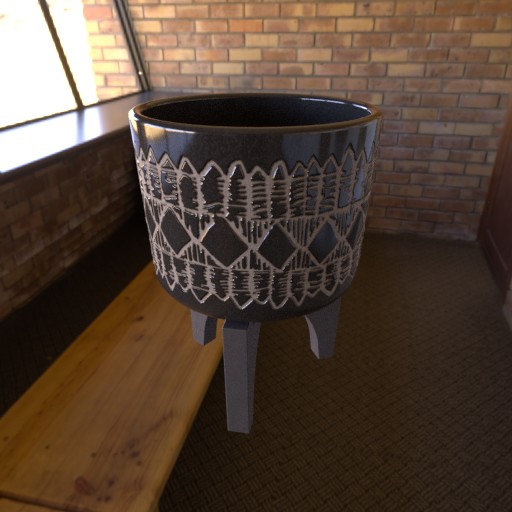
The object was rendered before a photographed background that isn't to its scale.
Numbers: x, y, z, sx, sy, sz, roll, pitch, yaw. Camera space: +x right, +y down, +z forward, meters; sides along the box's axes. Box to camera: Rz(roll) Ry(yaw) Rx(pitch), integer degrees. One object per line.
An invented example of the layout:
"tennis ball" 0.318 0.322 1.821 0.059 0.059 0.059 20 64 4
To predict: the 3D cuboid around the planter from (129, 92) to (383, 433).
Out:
"planter" 0.000 0.000 0.408 0.196 0.264 0.196 -9 28 -18
